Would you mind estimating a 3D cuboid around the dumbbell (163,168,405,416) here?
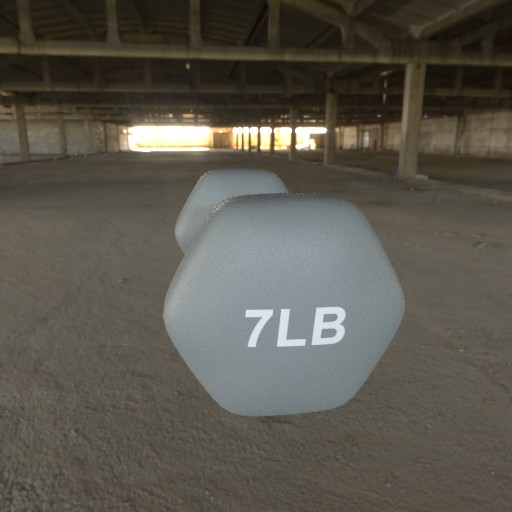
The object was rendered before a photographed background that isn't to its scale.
[{"bbox_3d":[0.000,0.000,0.232,0.090,0.081,0.184,-2,15,-8],"label":"dumbbell"}]
